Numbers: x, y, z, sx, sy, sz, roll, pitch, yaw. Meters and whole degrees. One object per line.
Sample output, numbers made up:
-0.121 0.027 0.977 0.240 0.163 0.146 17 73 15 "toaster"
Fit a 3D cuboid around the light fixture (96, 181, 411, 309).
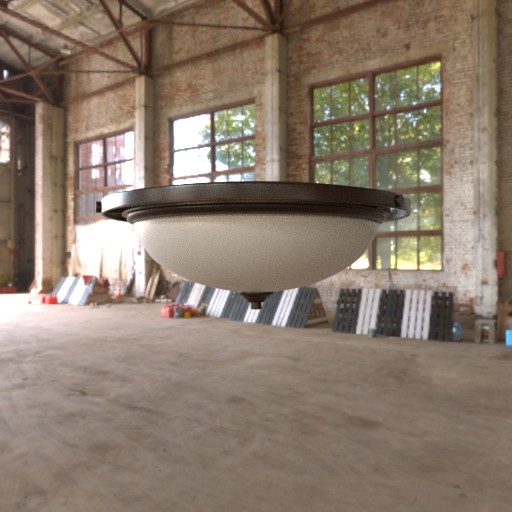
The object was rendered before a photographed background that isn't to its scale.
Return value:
0.000 0.000 0.546 0.361 0.130 0.361 0 0 0 "light fixture"
